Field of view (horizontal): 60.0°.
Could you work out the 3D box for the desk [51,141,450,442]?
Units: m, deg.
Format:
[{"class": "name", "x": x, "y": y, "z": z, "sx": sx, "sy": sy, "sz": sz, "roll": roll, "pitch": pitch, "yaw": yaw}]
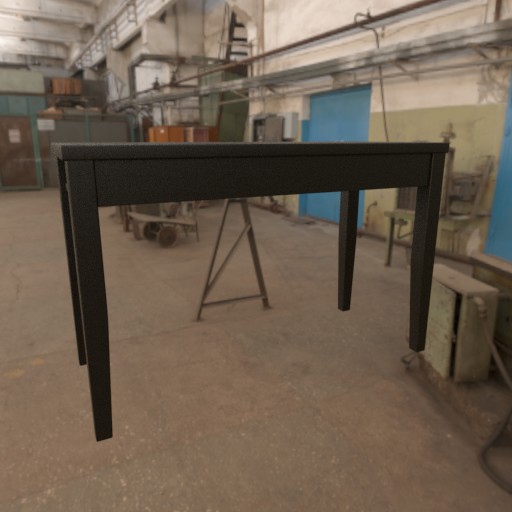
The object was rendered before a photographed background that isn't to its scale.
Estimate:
[{"class": "desk", "x": 0.000, "y": 0.000, "z": 1.563, "sx": 1.220, "sy": 0.775, "sz": 0.508, "roll": -7, "pitch": 17, "yaw": -25}]
